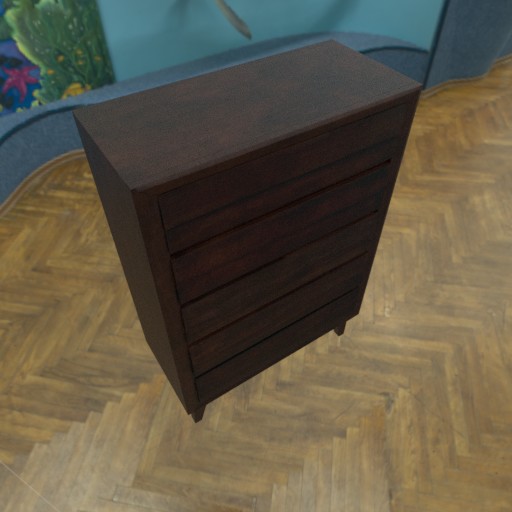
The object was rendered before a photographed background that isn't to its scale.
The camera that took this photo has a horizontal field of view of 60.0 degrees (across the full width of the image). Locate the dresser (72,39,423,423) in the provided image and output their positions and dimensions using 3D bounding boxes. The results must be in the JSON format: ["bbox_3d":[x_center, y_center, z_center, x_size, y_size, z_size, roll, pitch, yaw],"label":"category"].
[{"bbox_3d":[0.000,0.000,2.012,1.072,1.514,0.506,-25,51,-22],"label":"dresser"}]
